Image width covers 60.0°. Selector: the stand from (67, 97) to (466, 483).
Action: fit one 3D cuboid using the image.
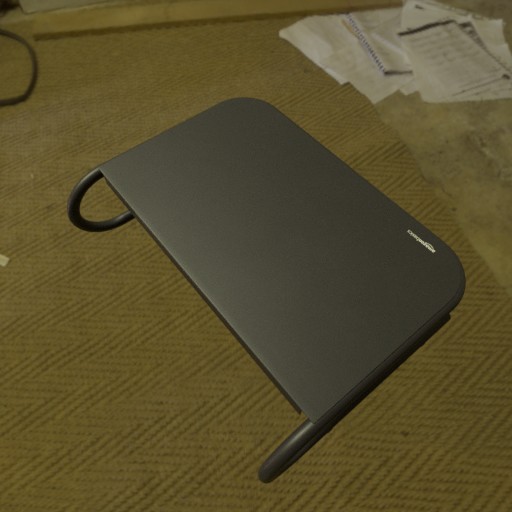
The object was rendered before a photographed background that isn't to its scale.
[{"bbox_3d":[0.000,0.000,0.499,0.280,0.108,0.370,-34,64,-20],"label":"stand"}]
